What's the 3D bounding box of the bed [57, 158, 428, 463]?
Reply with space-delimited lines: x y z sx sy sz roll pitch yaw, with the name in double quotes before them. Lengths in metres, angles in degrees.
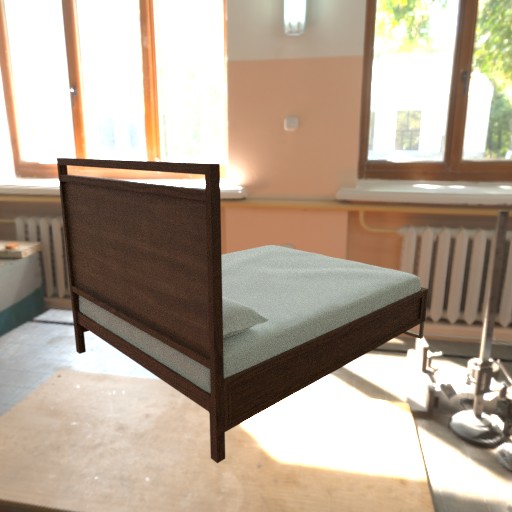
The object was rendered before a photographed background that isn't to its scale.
"bed" 0.000 0.000 3.432 2.218 1.487 1.765 -13 18 -42
